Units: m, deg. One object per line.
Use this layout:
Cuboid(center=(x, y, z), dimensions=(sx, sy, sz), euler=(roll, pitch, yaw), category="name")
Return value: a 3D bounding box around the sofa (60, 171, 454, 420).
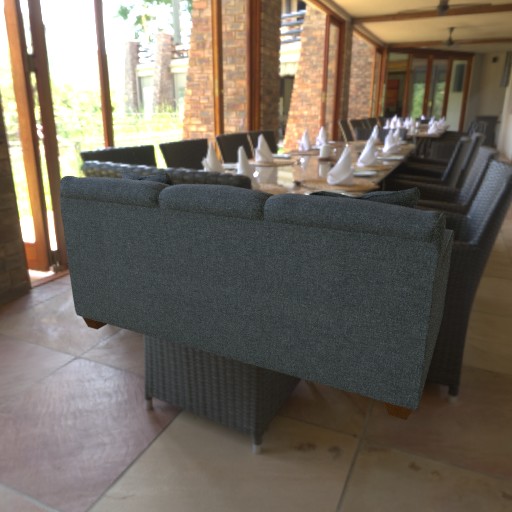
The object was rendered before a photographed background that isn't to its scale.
Cuboid(center=(0.000, 0.000, 2.557), dimensions=(2.024, 0.958, 0.997), euler=(9, 20, 26), category="sofa")
